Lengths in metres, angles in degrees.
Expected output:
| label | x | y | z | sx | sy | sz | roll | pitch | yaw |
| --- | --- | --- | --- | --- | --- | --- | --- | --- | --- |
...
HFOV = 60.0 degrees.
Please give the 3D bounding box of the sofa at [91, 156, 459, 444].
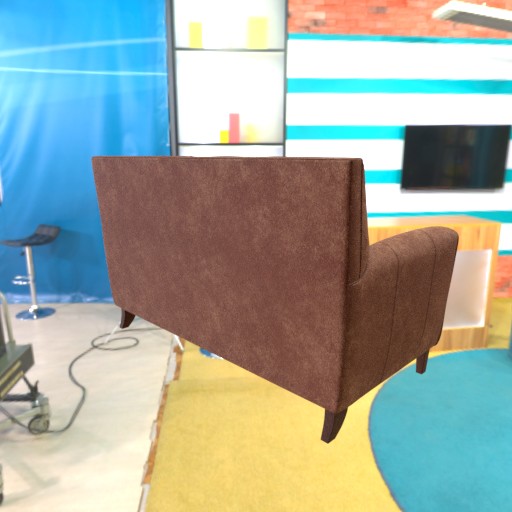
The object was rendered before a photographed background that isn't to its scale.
| label | x | y | z | sx | sy | sz | roll | pitch | yaw |
| --- | --- | --- | --- | --- | --- | --- | --- | --- | --- |
| sofa | 0.000 | 0.000 | 1.973 | 0.787 | 0.871 | 1.473 | -12 | 18 | -43 |
